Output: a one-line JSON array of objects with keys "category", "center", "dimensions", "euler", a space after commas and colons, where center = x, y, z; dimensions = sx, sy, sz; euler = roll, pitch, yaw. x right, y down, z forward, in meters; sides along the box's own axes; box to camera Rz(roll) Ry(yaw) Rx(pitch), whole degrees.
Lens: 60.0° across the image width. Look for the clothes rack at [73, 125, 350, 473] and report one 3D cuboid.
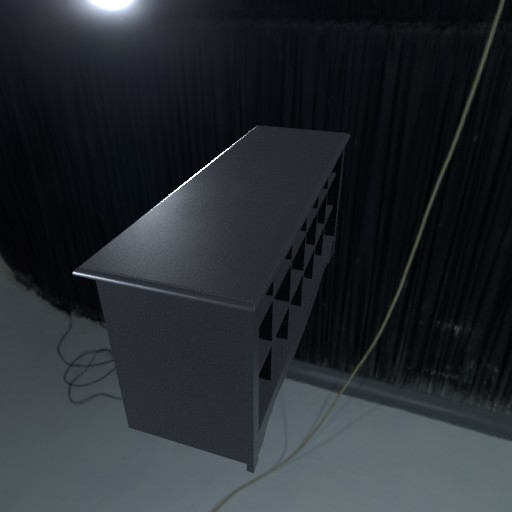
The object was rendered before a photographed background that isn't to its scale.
[{"category": "clothes rack", "center": [0.000, 0.000, 1.509], "dimensions": [0.406, 0.556, 1.219], "euler": [10, 32, 16]}]
